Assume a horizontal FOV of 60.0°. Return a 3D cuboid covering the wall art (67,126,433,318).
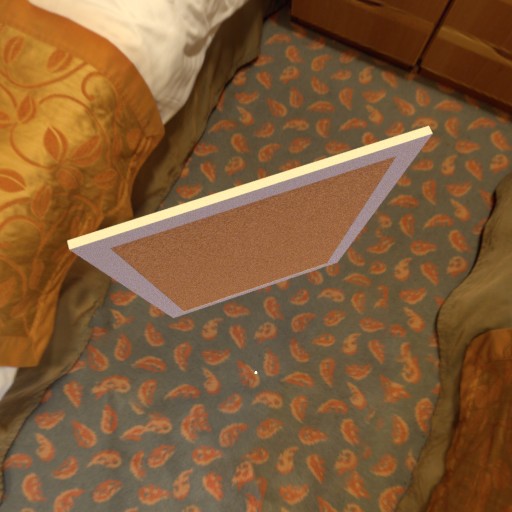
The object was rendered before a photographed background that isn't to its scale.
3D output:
[{"bbox_3d":[0.000,0.000,0.843,0.454,0.659,0.011,-18,76,-5],"label":"wall art"}]
